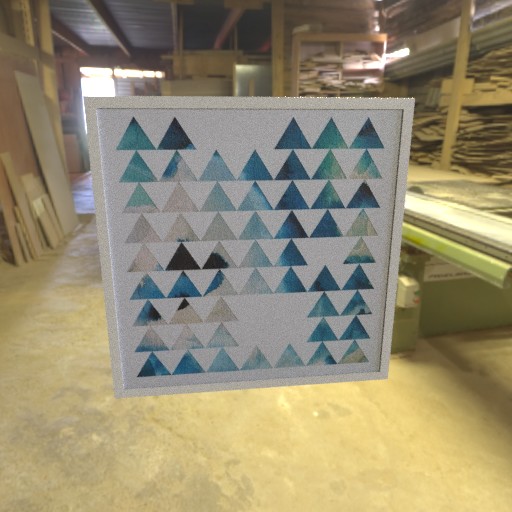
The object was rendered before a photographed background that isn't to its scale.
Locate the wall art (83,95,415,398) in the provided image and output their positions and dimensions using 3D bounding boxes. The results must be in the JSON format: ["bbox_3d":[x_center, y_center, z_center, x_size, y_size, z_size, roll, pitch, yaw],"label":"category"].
[{"bbox_3d":[0.000,0.000,0.825,0.557,0.557,0.012,-2,17,-7],"label":"wall art"}]
